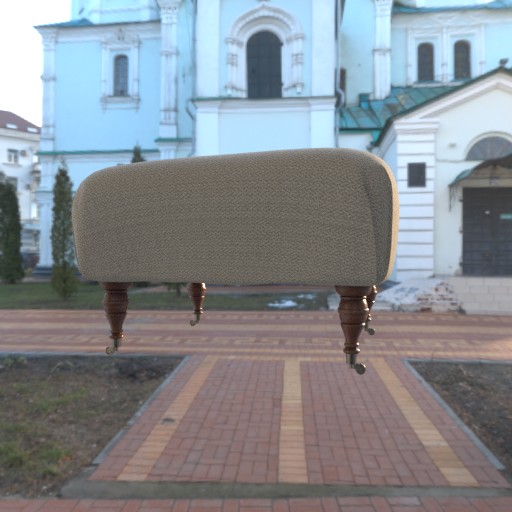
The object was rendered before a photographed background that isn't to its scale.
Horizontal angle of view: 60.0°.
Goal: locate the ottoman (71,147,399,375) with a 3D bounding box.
[{"bbox_3d":[0.000,0.000,1.117,0.684,0.447,0.622,0,0,17],"label":"ottoman"}]
